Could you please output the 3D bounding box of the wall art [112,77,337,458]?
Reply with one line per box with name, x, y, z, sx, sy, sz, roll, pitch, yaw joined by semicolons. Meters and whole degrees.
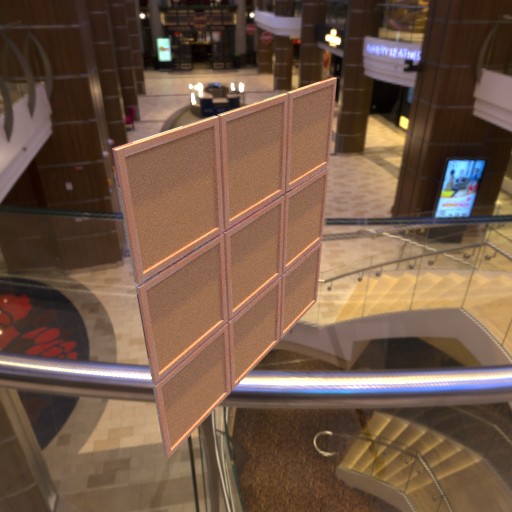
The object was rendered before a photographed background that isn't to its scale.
wall art;0.000;0.000;1.365;0.012;0.910;0.911;20;36;29
